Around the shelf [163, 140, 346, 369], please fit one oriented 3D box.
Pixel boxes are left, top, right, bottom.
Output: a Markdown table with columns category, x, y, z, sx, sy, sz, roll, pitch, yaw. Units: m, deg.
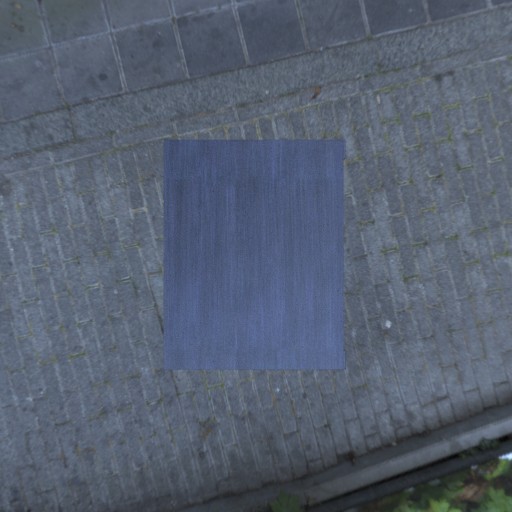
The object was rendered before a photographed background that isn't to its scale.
| category | x | y | z | sx | sy | sz | roll | pitch | yaw |
| --- | --- | --- | --- | --- | --- | --- | --- | --- | --- |
| shelf | 0.000 | 0.000 | 1.989 | 0.472 | 1.727 | 0.584 | 0 | 90 | 0 |
